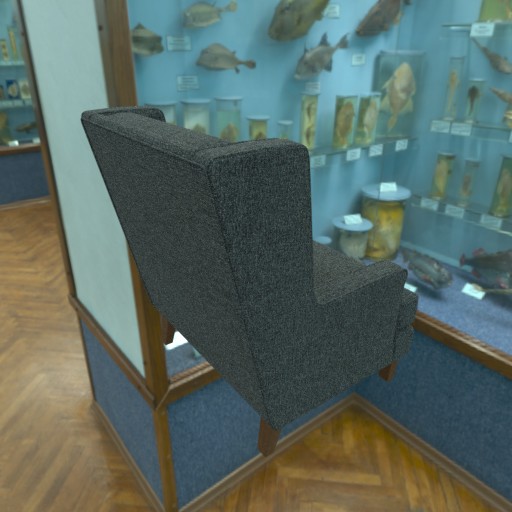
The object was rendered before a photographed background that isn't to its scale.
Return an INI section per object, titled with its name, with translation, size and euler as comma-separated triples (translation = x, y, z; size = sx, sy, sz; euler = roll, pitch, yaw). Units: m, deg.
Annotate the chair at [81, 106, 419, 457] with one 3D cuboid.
[chair]
translation = 0.000, 0.000, 1.750
size = 0.927, 1.082, 0.942
euler = -17, 30, -32
